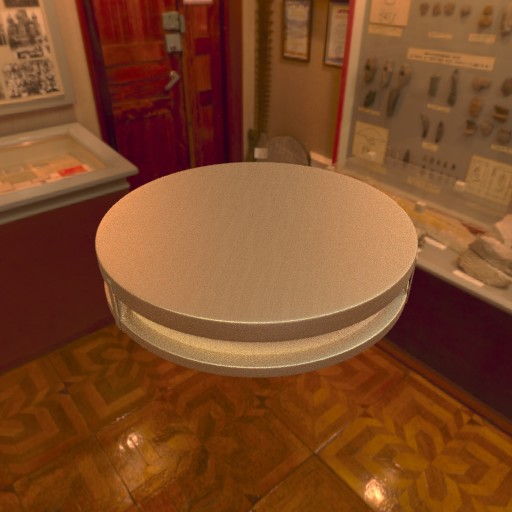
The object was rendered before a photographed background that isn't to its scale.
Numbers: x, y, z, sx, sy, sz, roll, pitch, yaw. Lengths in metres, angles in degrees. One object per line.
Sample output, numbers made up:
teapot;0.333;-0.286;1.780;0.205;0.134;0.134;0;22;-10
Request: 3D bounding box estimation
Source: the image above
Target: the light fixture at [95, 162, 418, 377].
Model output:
light fixture;0.000;0.000;0.535;0.356;0.102;0.356;0;33;0
